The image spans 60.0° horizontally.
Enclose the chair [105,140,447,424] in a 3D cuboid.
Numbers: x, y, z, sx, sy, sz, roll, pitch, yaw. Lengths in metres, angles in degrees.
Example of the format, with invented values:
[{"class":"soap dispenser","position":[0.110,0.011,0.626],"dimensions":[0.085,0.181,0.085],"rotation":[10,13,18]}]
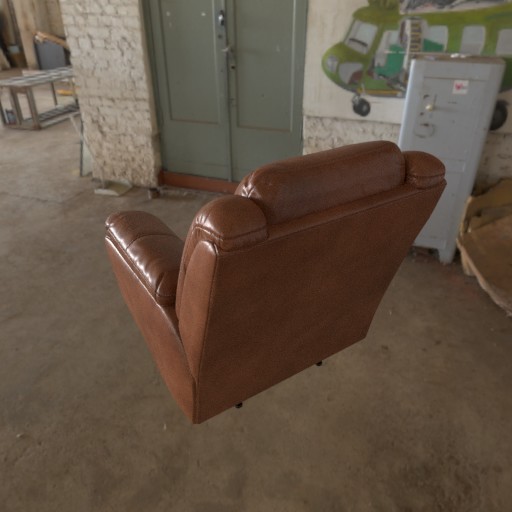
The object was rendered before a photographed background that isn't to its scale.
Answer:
[{"class":"chair","position":[0.000,0.000,1.862],"dimensions":[0.990,1.093,1.041],"rotation":[-19,35,-29]}]
